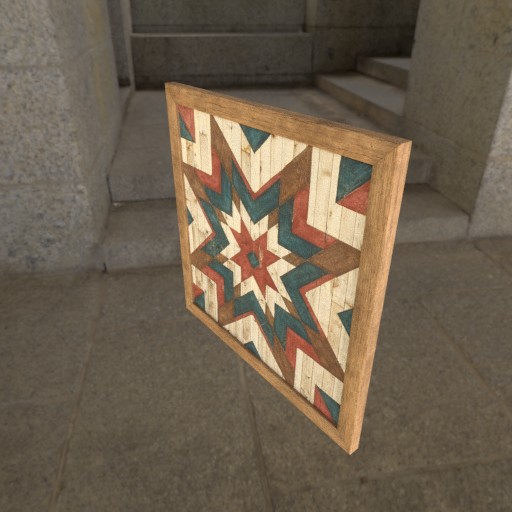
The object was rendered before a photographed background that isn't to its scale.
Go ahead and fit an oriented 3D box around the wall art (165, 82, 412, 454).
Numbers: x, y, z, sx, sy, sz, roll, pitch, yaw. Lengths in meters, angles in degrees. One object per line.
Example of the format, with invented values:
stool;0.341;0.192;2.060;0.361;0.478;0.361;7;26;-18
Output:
wall art;0.000;0.000;1.047;0.029;0.691;0.695;-22;36;-33
